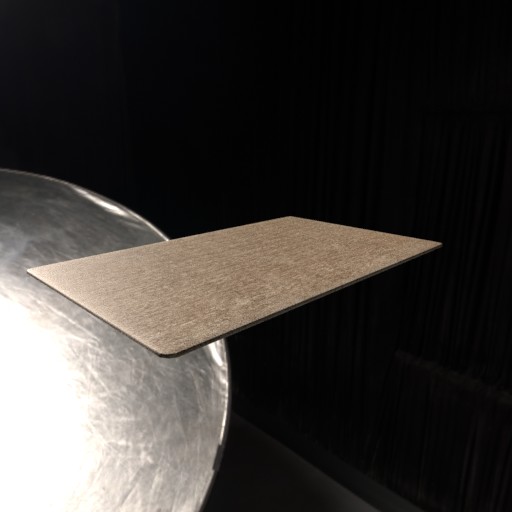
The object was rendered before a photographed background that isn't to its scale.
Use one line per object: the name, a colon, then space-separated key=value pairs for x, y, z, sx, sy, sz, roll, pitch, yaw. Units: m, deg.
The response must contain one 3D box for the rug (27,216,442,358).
rug: x=0.000 y=0.000 z=3.020 sx=2.469 sy=0.024 sz=1.539 roll=-15 pitch=22 yaw=-43
